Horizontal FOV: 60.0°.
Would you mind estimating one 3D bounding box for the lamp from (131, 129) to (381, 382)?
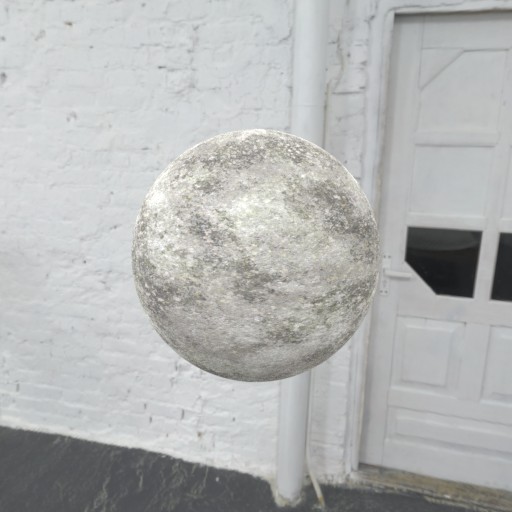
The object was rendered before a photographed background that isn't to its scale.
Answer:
[{"bbox_3d":[0.000,0.000,0.779,0.422,0.429,0.422,0,15,0],"label":"lamp"}]
